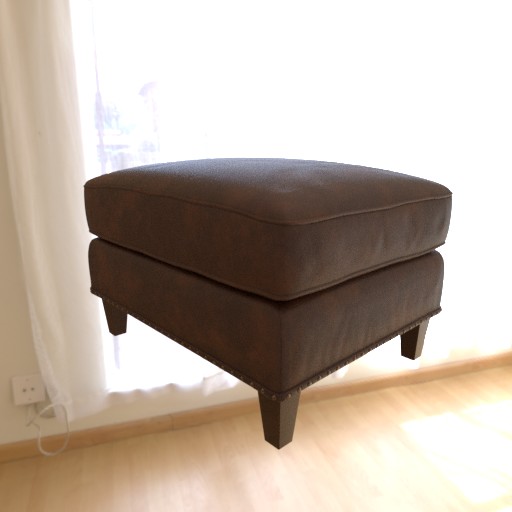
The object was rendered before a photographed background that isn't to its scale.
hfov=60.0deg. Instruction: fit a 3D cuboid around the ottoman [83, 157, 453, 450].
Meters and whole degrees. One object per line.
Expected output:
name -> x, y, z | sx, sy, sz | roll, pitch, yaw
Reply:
ottoman -> 0.000, 0.000, 1.125 | 0.586, 0.486, 0.742 | -13, 20, -41
